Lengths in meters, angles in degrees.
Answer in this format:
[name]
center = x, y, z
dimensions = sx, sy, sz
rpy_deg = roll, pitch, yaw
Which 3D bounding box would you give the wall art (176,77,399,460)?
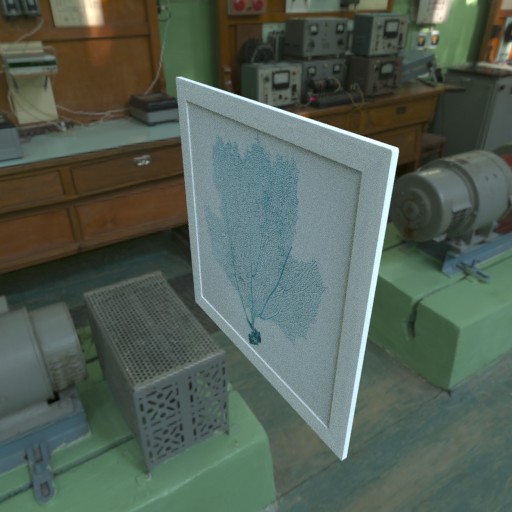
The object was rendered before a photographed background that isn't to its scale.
[wall art]
center = 0.000, 0.000, 0.873
dimensions = 0.013, 0.584, 0.584
rpy_deg = -19, 36, -28
